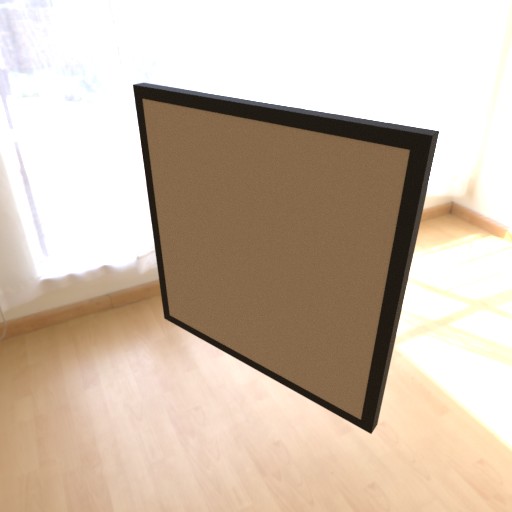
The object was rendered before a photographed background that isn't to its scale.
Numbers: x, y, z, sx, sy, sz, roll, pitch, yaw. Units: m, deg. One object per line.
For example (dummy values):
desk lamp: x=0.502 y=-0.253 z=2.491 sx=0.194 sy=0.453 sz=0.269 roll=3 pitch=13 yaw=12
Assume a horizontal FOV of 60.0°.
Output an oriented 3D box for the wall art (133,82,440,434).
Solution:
wall art: x=0.000 y=0.000 z=0.457 sx=0.306 sy=0.304 sz=0.015 roll=21 pitch=37 yaw=31
